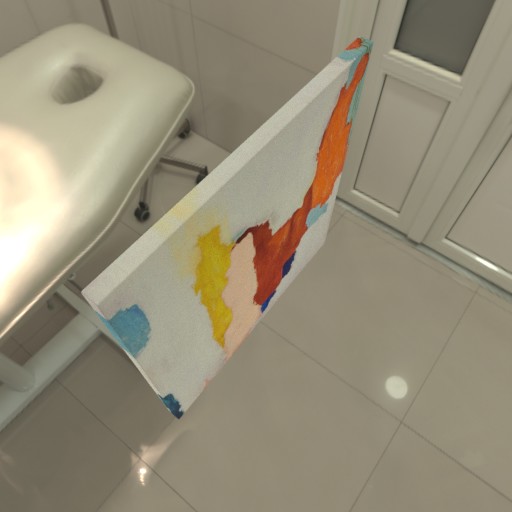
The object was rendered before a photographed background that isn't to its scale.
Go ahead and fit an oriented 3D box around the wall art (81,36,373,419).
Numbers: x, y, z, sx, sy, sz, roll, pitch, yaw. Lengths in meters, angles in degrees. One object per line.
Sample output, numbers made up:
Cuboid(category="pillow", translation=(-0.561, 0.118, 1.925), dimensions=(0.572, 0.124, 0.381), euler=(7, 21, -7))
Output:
Cuboid(category="wall art", translation=(0.000, 0.000, 1.171), dimensions=(0.037, 0.814, 0.814), euler=(33, 64, 19))
